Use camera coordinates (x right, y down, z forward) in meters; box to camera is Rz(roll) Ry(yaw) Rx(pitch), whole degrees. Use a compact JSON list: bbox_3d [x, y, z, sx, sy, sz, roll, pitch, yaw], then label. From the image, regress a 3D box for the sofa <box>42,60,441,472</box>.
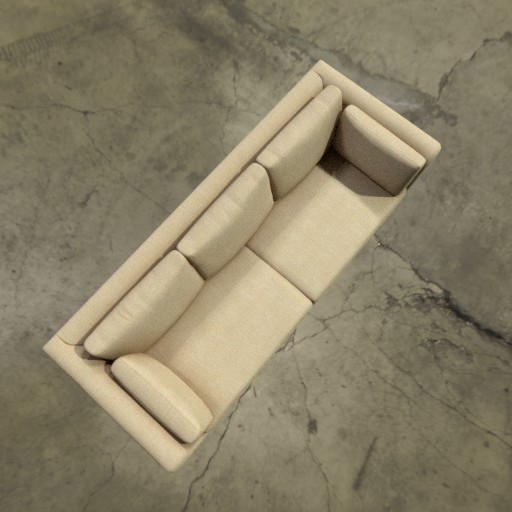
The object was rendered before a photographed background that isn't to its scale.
[{"bbox_3d":[0.000,0.000,2.831,0.969,0.867,2.415,39,78,10],"label":"sofa"}]
